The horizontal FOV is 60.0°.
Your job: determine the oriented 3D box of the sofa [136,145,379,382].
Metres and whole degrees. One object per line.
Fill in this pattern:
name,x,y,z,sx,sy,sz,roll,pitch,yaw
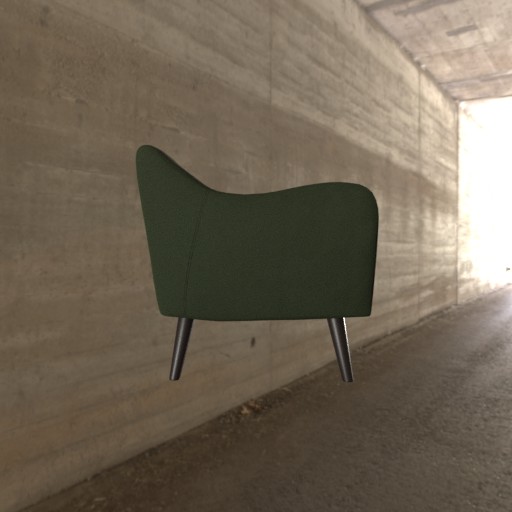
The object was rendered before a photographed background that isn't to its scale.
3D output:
sofa,0.000,0.000,2.272,0.820,0.836,1.840,0,1,1
